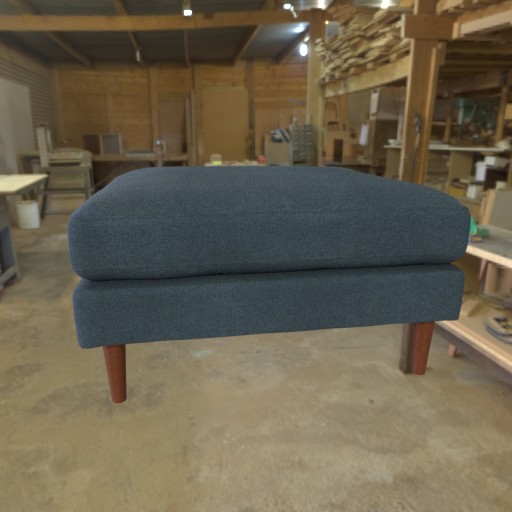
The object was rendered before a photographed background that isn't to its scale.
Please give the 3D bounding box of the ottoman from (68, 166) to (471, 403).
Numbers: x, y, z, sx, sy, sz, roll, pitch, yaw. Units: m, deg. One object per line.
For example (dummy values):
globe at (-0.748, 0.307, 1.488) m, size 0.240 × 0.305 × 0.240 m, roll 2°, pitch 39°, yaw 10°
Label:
ottoman at (0.000, 0.000, 1.222) m, size 0.821 × 0.474 × 0.693 m, roll -3°, pitch 16°, yaw -9°
